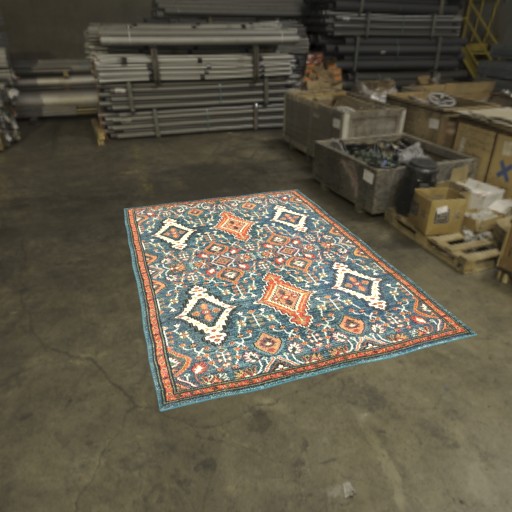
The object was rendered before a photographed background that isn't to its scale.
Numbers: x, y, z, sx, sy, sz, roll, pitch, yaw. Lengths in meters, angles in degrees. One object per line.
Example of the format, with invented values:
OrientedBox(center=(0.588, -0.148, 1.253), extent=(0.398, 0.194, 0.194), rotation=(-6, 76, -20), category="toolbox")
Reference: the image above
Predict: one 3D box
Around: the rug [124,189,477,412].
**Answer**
OrientedBox(center=(0.000, 0.000, 3.022), extent=(1.622, 0.009, 2.373), rotation=(-9, 29, -16), category="rug")
